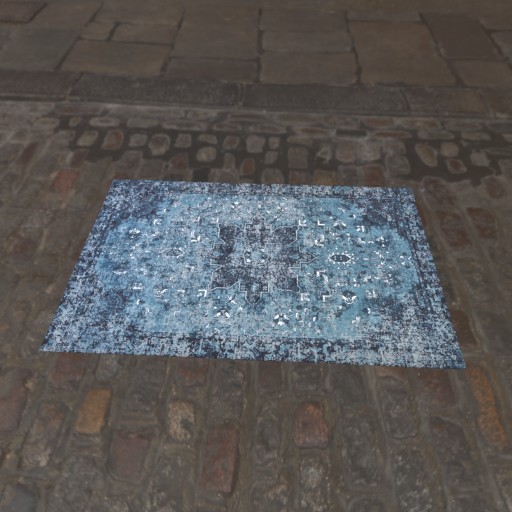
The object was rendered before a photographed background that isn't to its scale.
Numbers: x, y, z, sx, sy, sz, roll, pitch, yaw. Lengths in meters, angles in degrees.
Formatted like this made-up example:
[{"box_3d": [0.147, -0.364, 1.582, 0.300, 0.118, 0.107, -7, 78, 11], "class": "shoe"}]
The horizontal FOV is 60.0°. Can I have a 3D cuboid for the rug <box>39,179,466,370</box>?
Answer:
[{"box_3d": [0.000, 0.000, 2.305, 1.828, 0.005, 1.219, 2, 47, 2], "class": "rug"}]
